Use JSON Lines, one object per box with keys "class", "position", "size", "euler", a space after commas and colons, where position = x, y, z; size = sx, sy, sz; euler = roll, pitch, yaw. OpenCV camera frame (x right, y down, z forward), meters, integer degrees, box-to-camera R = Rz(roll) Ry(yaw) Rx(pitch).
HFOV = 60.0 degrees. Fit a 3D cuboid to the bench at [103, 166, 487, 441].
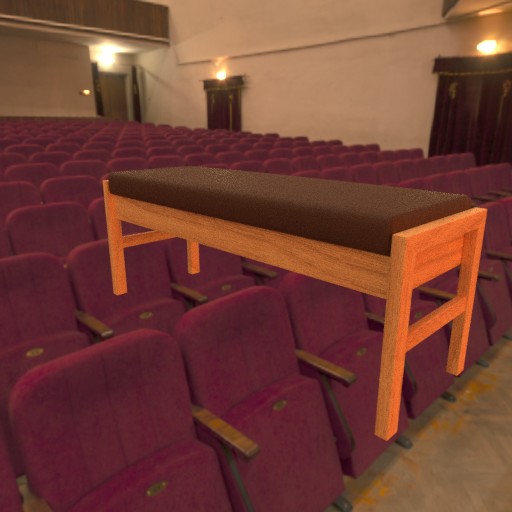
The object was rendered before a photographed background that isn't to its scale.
{"class": "bench", "position": [0.000, 0.000, 1.413], "size": [0.405, 0.480, 1.200], "euler": [-16, 23, -42]}
